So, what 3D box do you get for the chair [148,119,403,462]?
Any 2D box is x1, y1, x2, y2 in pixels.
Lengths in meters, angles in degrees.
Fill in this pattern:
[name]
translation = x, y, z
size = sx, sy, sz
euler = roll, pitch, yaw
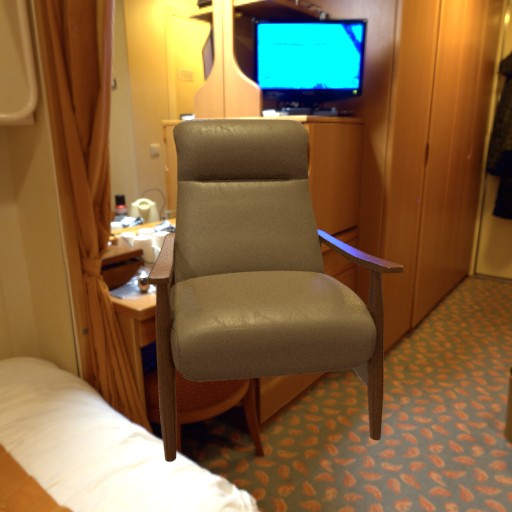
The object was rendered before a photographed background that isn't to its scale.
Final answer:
[chair]
translation = 0.000, 0.000, 1.788
size = 0.762, 1.082, 1.014
euler = -2, 16, -8
